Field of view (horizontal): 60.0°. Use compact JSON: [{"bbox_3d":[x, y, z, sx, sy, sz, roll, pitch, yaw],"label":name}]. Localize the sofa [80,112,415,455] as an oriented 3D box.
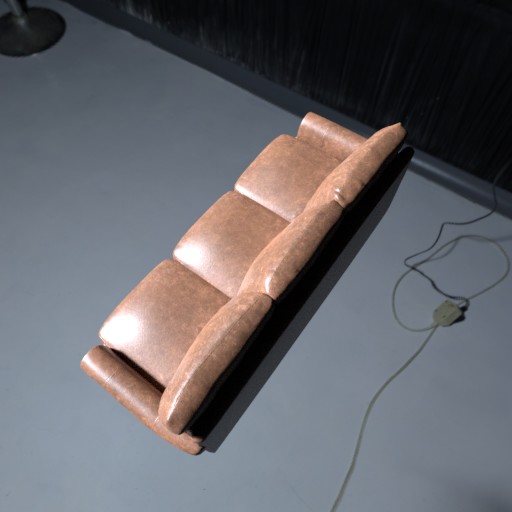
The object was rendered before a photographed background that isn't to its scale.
[{"bbox_3d":[0.000,0.000,2.851,0.973,0.977,2.351,33,67,16],"label":"sofa"}]
